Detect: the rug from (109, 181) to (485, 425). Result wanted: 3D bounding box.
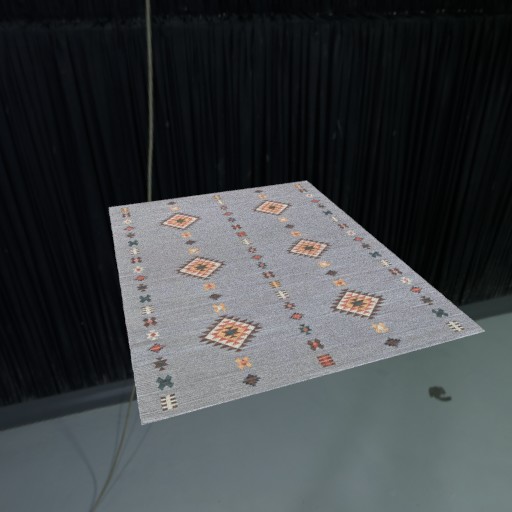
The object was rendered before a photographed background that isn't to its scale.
[{"bbox_3d":[0.000,0.000,4.060,2.425,0.008,3.035,-10,33,-16],"label":"rug"}]
